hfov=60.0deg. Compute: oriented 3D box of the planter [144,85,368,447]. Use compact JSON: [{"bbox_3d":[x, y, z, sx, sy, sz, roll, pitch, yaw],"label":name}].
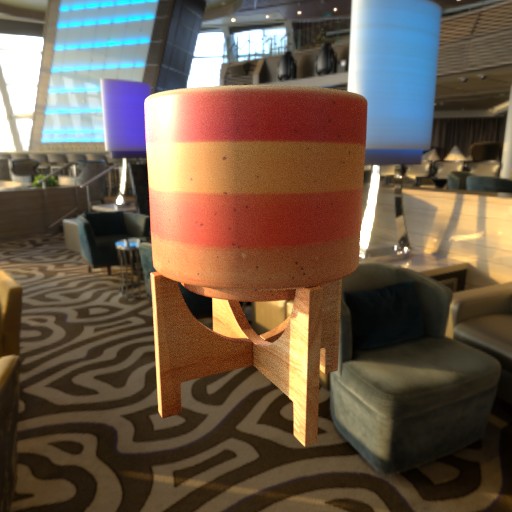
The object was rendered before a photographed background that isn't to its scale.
[{"bbox_3d":[0.000,0.000,0.568,0.269,0.379,0.269,0,13,0],"label":"planter"}]
